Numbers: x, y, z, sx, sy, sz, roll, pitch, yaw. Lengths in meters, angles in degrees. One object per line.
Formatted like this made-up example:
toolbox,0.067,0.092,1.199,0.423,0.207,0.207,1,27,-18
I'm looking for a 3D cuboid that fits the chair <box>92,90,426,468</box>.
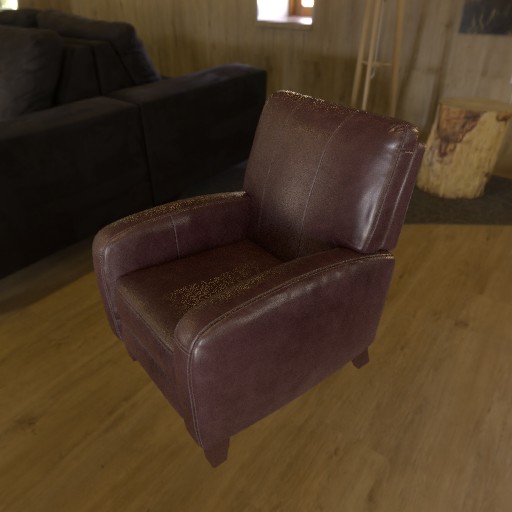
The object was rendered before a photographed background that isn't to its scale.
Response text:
chair,0.000,0.000,1.630,0.990,0.990,0.762,-22,38,-31
